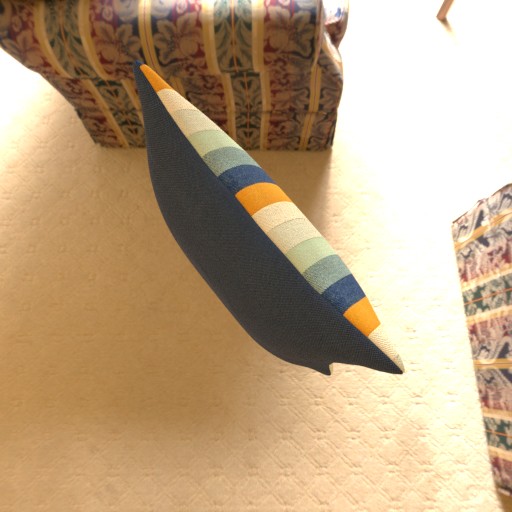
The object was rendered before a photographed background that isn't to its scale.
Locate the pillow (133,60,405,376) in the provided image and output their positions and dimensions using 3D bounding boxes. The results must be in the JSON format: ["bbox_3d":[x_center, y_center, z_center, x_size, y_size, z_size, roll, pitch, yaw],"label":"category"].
[{"bbox_3d":[0.000,0.000,0.698,0.173,0.454,0.463,-38,78,-10],"label":"pillow"}]
